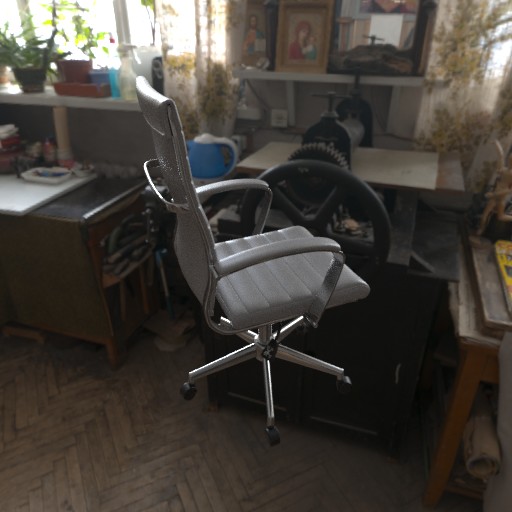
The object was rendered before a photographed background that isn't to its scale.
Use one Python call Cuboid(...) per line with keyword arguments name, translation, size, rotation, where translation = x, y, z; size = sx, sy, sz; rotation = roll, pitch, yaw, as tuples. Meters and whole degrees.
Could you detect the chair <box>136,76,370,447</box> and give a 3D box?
Cuboid(name="chair", translation=(0.000, 0.000, 1.546), size=(0.667, 1.149, 0.679), rotation=(-10, 31, -18))
